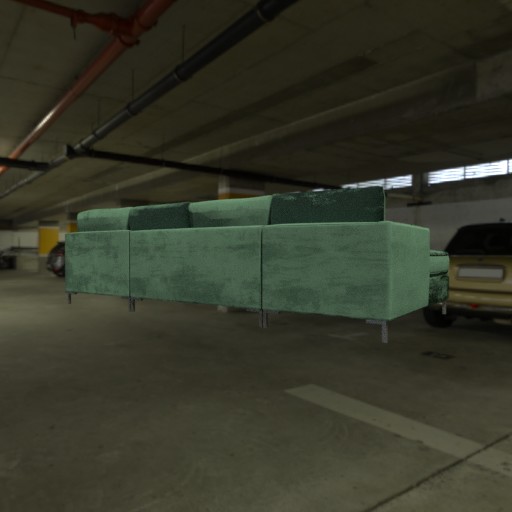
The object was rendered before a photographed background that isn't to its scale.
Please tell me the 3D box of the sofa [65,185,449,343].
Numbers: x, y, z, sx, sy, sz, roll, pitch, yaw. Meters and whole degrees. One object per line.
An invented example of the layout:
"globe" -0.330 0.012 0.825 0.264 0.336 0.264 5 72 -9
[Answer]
"sofa" 0.000 0.000 4.424 3.434 0.992 2.055 0 1 35
